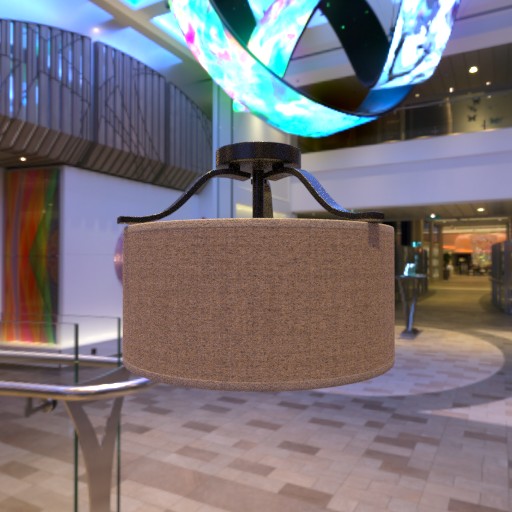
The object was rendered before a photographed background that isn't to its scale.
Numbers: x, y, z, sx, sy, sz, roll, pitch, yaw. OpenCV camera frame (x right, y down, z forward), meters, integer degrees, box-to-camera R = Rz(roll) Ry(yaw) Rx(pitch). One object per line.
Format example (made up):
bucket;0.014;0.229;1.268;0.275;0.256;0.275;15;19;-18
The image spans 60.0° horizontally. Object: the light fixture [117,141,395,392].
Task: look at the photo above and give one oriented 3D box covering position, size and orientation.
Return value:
light fixture;0.000;0.000;0.652;0.390;0.306;0.390;0;-1;0
